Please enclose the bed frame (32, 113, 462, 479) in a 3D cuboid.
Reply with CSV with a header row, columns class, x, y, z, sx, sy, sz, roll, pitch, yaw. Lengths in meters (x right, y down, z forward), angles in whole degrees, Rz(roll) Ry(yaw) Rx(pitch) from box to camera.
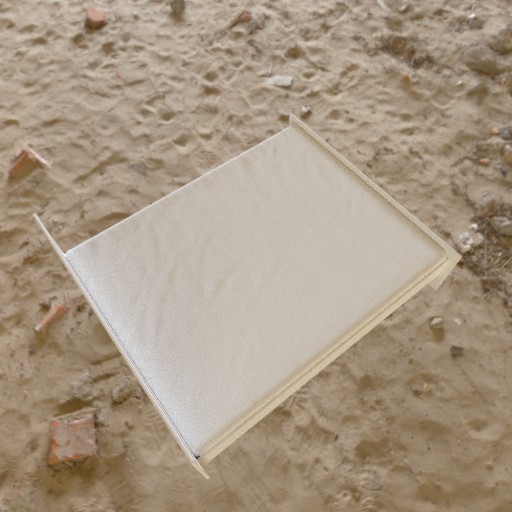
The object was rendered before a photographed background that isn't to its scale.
class,x,y,z,sx,sy,sz,roll,pitch,yaw
bed frame,0.000,0.000,2.971,2.060,0.800,1.720,-34,64,-19
